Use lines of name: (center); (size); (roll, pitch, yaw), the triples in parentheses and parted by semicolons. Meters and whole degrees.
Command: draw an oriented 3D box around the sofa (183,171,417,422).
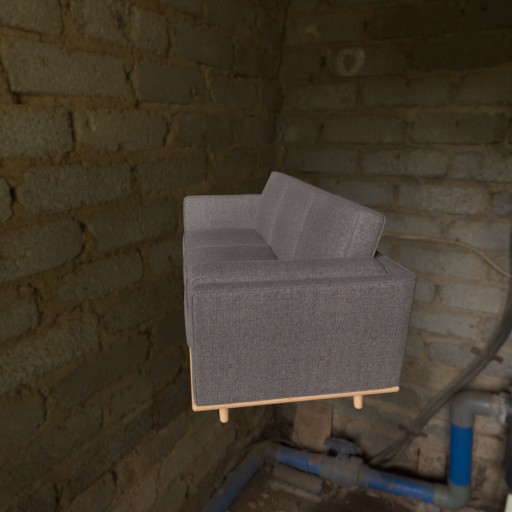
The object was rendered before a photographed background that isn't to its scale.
sofa: (0.000, 0.000, 2.771); (0.903, 0.899, 2.362); (-3, 16, -9)
